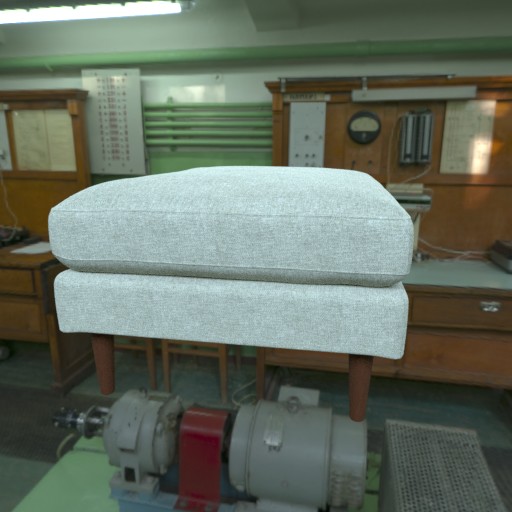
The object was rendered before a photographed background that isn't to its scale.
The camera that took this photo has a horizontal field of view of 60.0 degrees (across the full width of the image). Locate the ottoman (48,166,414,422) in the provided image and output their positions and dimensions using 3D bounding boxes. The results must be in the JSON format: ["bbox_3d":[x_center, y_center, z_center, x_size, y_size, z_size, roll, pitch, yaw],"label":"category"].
[{"bbox_3d":[0.000,0.000,1.217,0.693,0.474,0.821,3,15,10],"label":"ottoman"}]
